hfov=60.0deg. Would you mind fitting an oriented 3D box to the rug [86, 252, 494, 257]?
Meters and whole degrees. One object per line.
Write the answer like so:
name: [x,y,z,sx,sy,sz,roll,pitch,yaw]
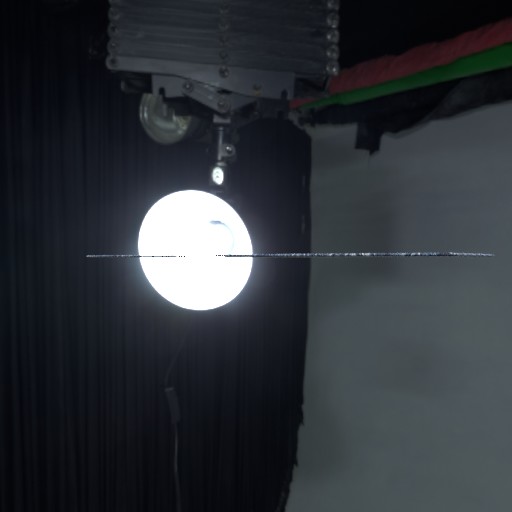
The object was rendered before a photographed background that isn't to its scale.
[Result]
rug: [0.000,0.000,2.507,2.306,0.013,0.719,0,0,38]
